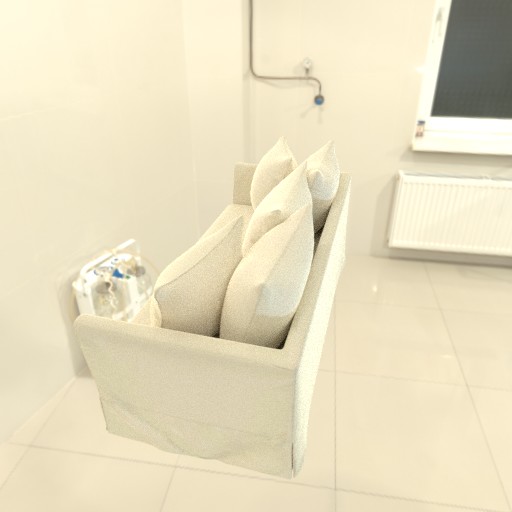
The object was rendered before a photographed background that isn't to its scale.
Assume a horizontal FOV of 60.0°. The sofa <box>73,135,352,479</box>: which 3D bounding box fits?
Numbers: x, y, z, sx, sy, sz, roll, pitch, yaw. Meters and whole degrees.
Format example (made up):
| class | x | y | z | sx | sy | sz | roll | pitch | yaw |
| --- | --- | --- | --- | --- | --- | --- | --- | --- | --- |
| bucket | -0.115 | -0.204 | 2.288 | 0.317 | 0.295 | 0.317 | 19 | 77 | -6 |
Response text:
| class | x | y | z | sx | sy | sz | roll | pitch | yaw |
| --- | --- | --- | --- | --- | --- | --- | --- | --- | --- |
| sofa | 0.000 | 0.000 | 2.811 | 1.031 | 1.034 | 2.290 | 8 | 30 | 14 |
